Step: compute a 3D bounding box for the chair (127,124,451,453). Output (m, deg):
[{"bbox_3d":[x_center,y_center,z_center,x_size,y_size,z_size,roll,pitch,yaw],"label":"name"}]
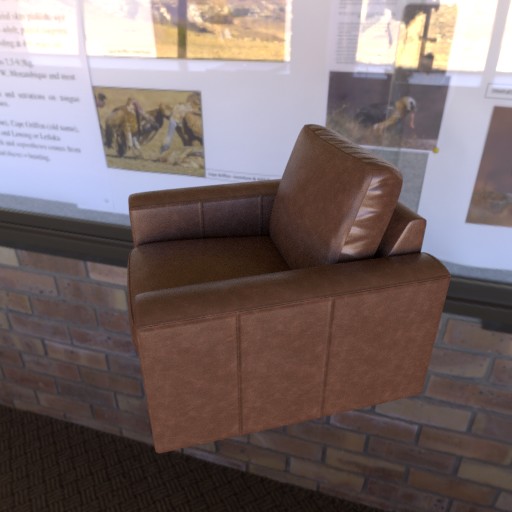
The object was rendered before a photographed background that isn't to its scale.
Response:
[{"bbox_3d":[0.000,0.000,1.757,1.016,0.873,1.005,-8,30,-13],"label":"chair"}]
